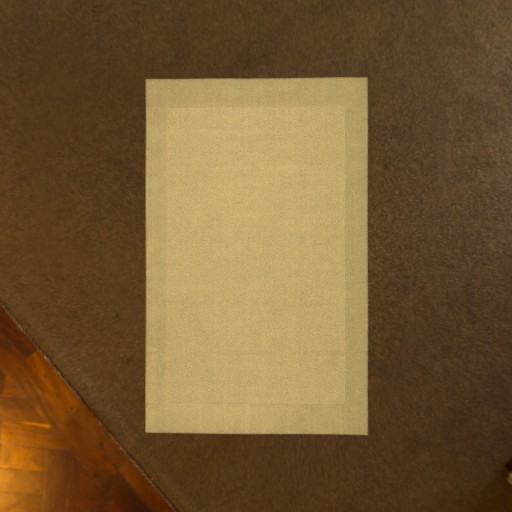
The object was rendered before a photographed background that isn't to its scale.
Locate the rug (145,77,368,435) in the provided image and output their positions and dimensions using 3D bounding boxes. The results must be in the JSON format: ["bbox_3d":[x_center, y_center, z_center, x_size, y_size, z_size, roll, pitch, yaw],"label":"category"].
[{"bbox_3d":[0.000,0.000,3.037,1.524,0.014,2.438,0,90,1],"label":"rug"}]
